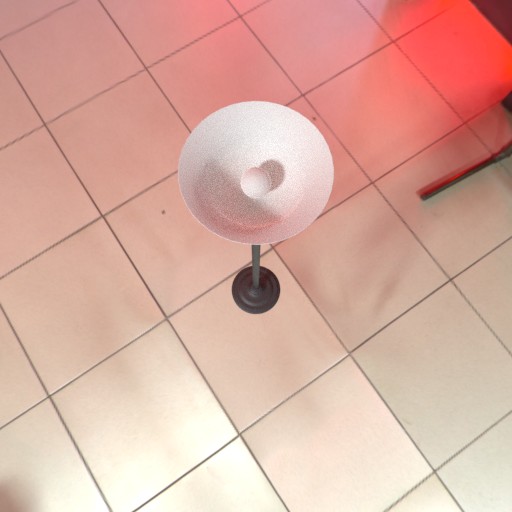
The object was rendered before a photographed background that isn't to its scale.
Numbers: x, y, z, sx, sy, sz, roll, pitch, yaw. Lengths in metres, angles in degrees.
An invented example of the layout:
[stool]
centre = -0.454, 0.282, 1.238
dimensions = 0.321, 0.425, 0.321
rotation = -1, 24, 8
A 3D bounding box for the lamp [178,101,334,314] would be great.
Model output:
[lamp]
centre = 0.000, 0.000, 2.020
dimensions = 0.405, 1.797, 0.405
rotation = -1, 76, 0
